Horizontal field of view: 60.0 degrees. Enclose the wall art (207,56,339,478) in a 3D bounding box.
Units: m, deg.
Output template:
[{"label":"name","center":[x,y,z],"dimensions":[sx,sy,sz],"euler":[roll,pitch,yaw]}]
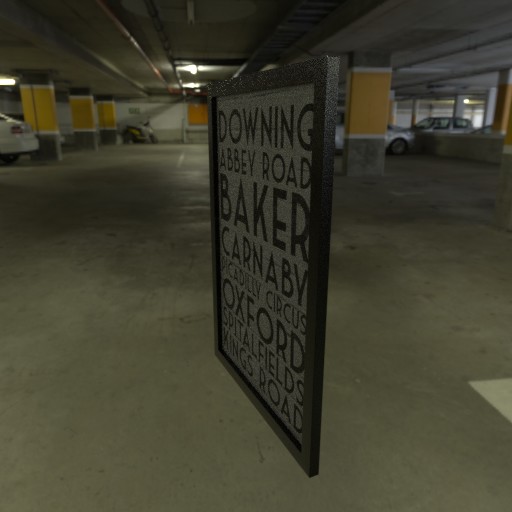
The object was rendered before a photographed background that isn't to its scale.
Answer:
[{"label":"wall art","center":[0.000,0.000,0.565],"dimensions":[0.013,0.432,0.304],"euler":[-8,18,-24]}]
